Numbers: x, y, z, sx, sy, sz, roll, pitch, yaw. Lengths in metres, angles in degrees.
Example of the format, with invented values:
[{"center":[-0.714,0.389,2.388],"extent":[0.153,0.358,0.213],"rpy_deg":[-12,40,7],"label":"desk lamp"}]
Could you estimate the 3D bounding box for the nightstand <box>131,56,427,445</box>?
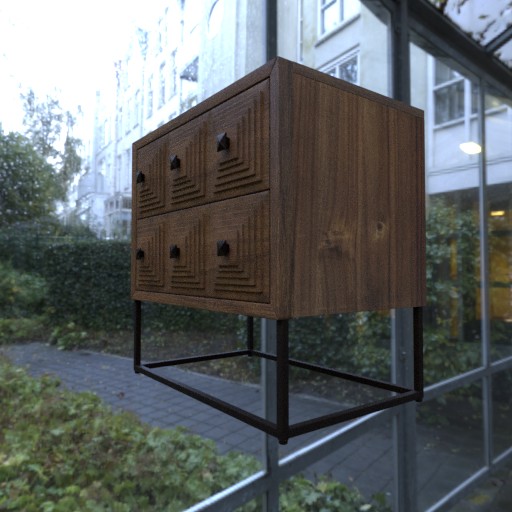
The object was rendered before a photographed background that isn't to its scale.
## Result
[{"center":[0.000,0.000,1.042],"extent":[0.437,0.610,0.610],"rpy_deg":[1,-2,-37],"label":"nightstand"}]
